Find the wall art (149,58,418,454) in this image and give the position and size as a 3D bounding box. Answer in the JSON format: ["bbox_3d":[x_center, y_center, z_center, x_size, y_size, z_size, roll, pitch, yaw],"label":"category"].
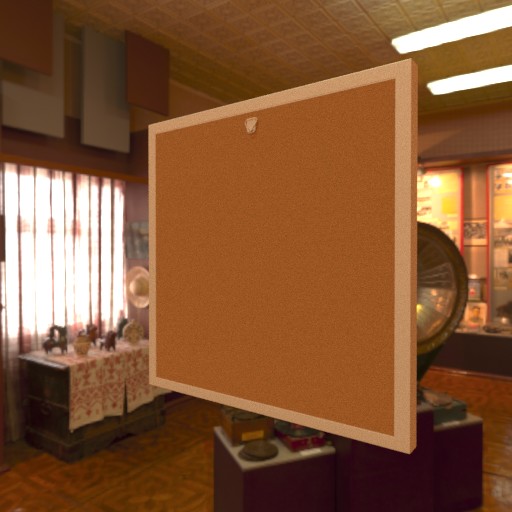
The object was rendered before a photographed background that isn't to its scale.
[{"bbox_3d":[0.000,0.000,1.089,0.761,0.762,0.050,0,1,36],"label":"wall art"}]
